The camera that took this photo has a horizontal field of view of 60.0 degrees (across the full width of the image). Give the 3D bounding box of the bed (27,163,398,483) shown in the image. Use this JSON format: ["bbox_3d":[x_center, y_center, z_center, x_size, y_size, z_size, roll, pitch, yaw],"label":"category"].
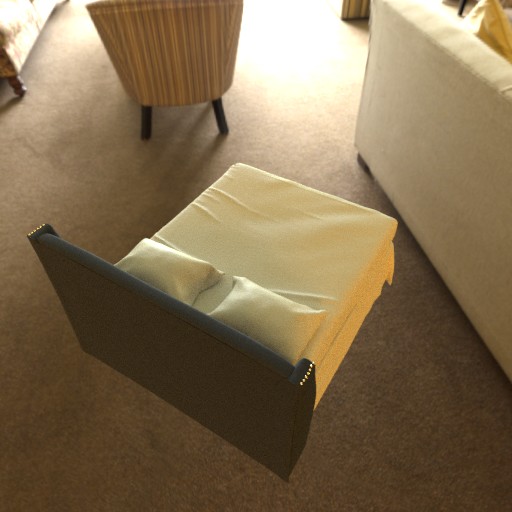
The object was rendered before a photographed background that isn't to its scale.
[{"bbox_3d":[0.000,0.000,3.462,1.925,1.332,2.276,24,50,22],"label":"bed"}]
